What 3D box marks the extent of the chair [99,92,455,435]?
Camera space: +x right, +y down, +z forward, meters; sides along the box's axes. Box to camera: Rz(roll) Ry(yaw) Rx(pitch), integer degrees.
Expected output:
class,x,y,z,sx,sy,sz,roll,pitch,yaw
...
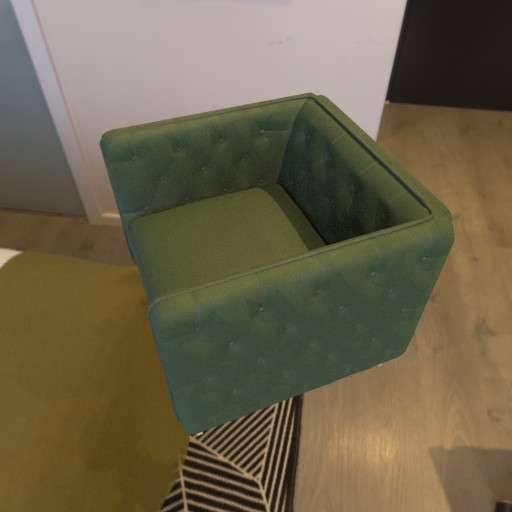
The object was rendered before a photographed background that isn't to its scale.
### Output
class,x,y,z,sx,sy,sz,roll,pitch,yaw
chair,0.000,0.000,1.614,0.855,0.768,0.917,-16,48,-15
